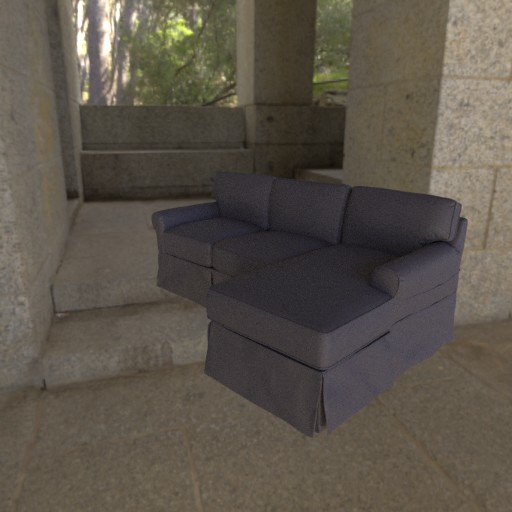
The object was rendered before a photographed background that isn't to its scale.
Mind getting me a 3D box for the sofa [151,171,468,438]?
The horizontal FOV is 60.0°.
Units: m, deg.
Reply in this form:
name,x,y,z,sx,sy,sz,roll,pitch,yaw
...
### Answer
name,x,y,z,sx,sy,sz,roll,pitch,yaw
sofa,0.000,0.000,3.368,2.518,1.039,1.637,16,23,42
